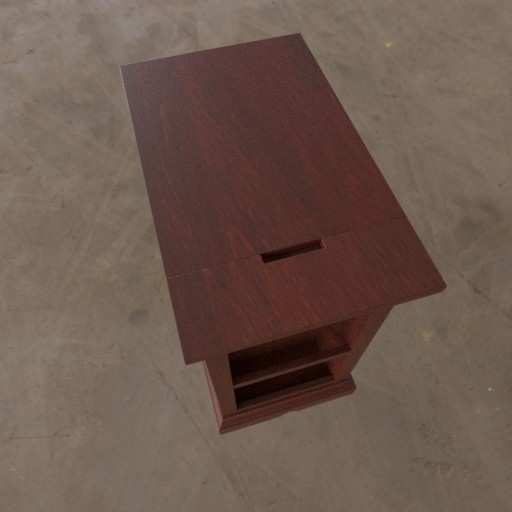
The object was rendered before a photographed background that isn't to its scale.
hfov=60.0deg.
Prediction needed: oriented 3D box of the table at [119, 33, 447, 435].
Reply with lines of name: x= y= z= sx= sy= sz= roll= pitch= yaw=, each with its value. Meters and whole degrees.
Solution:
table: x=0.000 y=0.000 z=0.968 sx=0.356 sy=0.612 sz=0.584 roll=-14 pitch=60 yaw=-8
